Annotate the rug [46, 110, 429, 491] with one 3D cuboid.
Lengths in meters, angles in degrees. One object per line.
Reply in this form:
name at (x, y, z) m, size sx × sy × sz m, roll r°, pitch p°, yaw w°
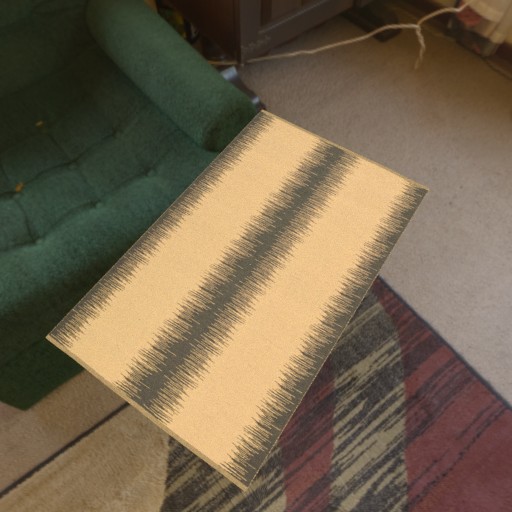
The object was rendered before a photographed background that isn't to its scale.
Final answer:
rug at (0.000, 0.000, 3.056) m, size 1.519 × 0.003 × 2.453 m, roll 30°, pitch 65°, yaw 16°
